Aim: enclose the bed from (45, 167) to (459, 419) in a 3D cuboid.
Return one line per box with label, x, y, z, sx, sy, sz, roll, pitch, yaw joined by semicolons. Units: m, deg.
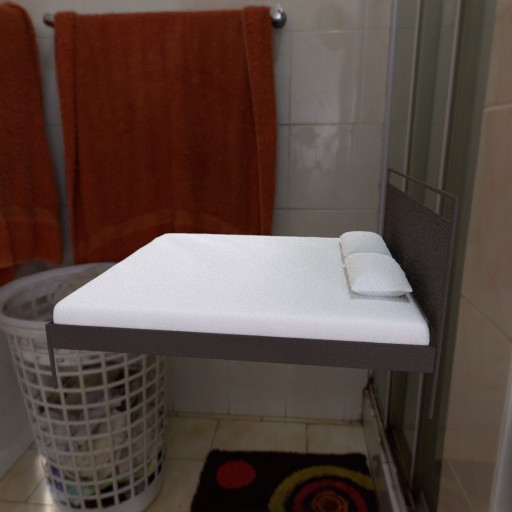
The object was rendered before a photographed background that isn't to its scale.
bed;0.000;0.000;3.274;2.151;1.173;1.993;2;15;7
